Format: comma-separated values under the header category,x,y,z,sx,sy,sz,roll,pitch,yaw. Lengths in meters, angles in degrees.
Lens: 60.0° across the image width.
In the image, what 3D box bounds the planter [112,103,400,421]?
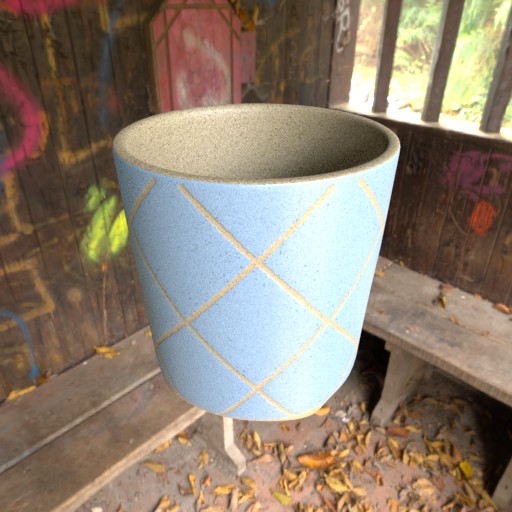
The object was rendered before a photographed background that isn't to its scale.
category,x,y,z,sx,sy,sz,roll,pitch,yaw
planter,0.000,0.000,0.421,0.227,0.235,0.227,0,31,0
